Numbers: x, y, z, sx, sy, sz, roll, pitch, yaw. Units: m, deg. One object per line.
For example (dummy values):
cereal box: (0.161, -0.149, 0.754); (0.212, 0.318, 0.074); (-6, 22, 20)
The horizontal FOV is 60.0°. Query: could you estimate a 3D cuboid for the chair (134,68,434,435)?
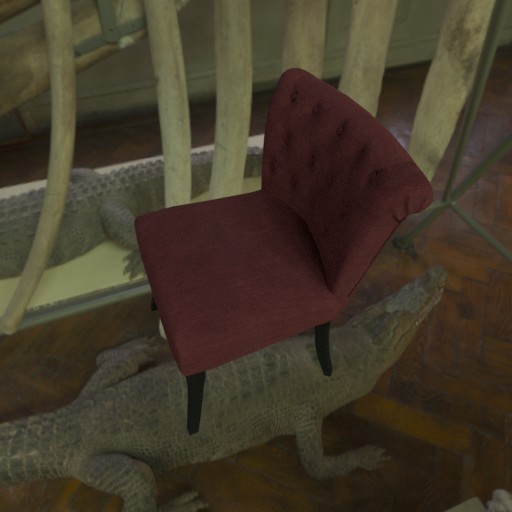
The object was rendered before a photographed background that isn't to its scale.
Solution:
chair: (0.000, 0.000, 1.211); (0.605, 0.750, 0.582); (-16, 48, -15)
